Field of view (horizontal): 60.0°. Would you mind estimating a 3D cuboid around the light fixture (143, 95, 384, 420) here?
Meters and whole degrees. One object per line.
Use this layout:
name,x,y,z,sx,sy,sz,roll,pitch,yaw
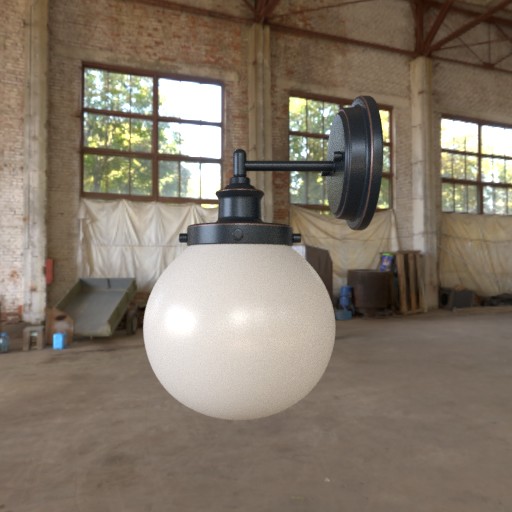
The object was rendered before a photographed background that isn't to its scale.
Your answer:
light fixture,0.000,0.000,0.467,0.230,0.332,0.197,0,-1,-1
